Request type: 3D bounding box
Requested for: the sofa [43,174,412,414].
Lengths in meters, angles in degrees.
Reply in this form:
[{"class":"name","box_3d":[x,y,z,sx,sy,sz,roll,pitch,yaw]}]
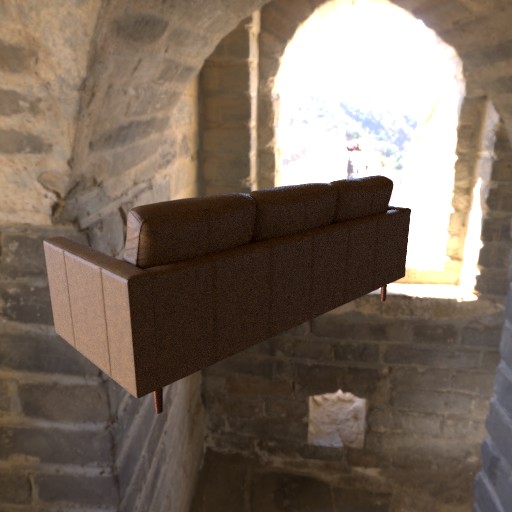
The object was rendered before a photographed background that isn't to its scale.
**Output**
[{"class":"sofa","box_3d":[0.000,0.000,2.778,2.231,0.930,0.903,-15,22,-42]}]
